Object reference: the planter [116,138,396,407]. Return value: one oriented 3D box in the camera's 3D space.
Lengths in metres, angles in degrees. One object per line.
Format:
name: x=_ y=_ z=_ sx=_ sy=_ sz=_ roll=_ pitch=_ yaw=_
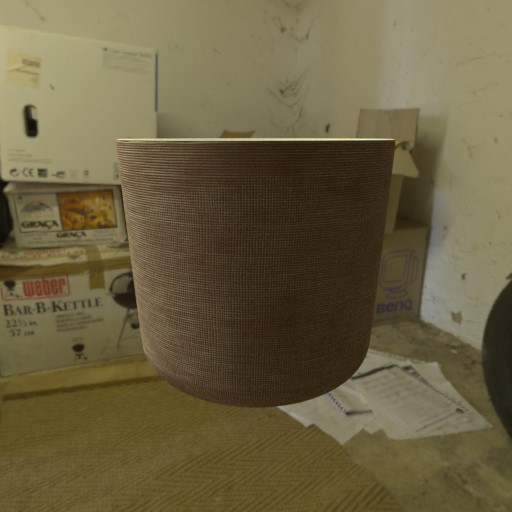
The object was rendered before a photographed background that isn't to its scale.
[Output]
planter: x=0.000 y=0.000 z=0.780 sx=0.440 sy=0.398 sz=0.440 roll=0 pitch=15 yaw=0
